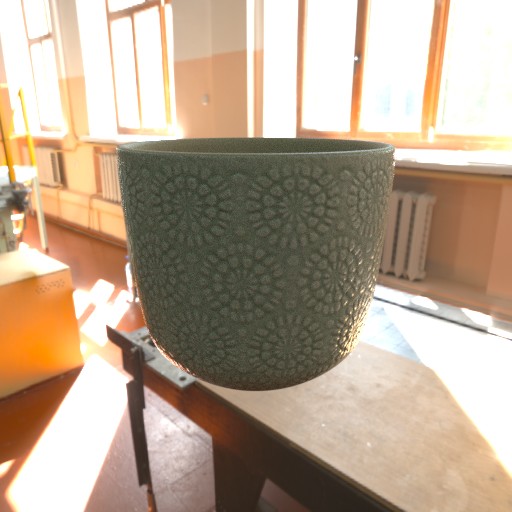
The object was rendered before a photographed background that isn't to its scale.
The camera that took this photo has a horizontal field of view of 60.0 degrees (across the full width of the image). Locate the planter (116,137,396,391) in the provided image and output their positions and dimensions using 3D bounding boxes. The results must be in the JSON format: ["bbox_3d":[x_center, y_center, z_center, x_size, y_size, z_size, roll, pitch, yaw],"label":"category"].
[{"bbox_3d":[0.000,0.000,0.220,0.124,0.109,0.124,0,17,0],"label":"planter"}]
